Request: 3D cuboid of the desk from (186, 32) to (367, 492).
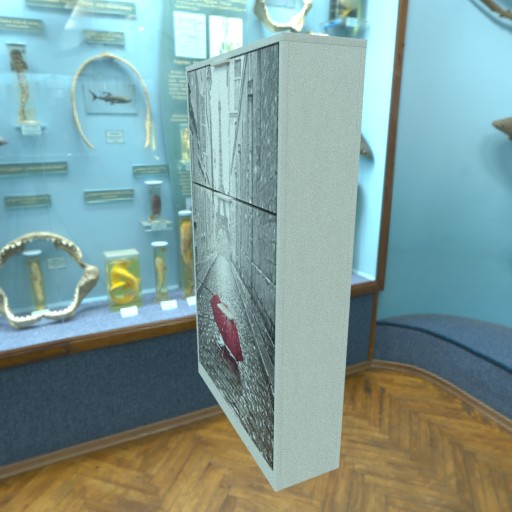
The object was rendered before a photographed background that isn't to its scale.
[{"bbox_3d":[0.000,0.000,1.543,0.250,1.280,0.750,-8,19,-24],"label":"desk"}]
